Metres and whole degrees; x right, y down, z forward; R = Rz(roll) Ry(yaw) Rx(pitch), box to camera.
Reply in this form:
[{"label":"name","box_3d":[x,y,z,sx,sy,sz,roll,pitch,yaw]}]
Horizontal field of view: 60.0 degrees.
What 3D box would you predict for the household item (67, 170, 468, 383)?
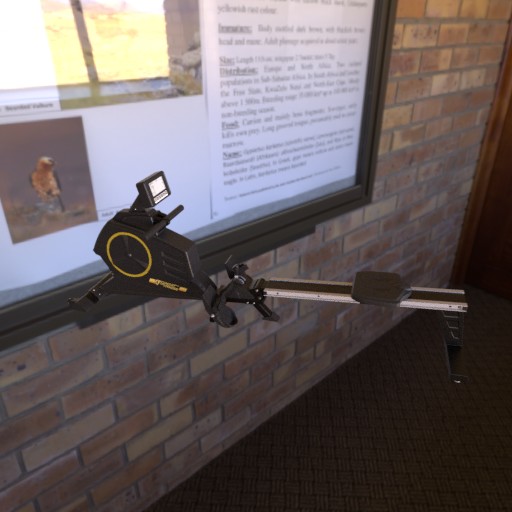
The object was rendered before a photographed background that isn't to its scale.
[{"label":"household item","box_3d":[0.000,0.000,2.445,2.251,0.810,0.521,8,28,14]}]
